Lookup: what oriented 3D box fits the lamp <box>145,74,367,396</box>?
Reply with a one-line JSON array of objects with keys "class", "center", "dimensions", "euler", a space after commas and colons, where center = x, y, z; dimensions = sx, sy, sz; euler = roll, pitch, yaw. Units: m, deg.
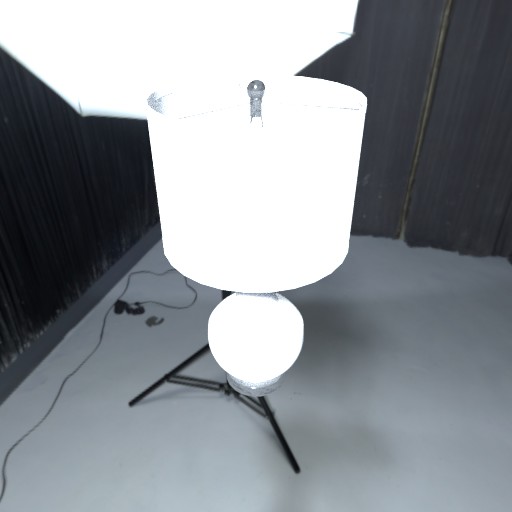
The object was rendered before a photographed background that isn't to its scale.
[{"class": "lamp", "center": [0.000, 0.000, 0.891], "dimensions": [0.357, 0.673, 0.357], "euler": [10, 34, 15]}]
